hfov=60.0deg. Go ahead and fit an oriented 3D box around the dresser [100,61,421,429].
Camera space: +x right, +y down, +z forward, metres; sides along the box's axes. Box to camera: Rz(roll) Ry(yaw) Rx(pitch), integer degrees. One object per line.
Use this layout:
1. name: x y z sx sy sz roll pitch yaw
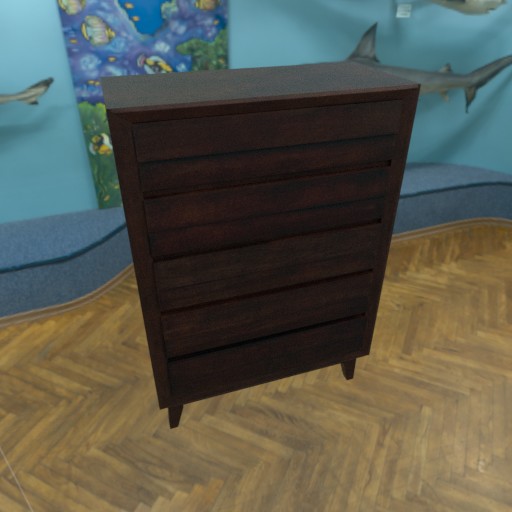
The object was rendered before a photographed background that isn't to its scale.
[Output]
1. dresser: 0.000 0.000 2.020 1.072 1.514 0.506 -10 34 -15
